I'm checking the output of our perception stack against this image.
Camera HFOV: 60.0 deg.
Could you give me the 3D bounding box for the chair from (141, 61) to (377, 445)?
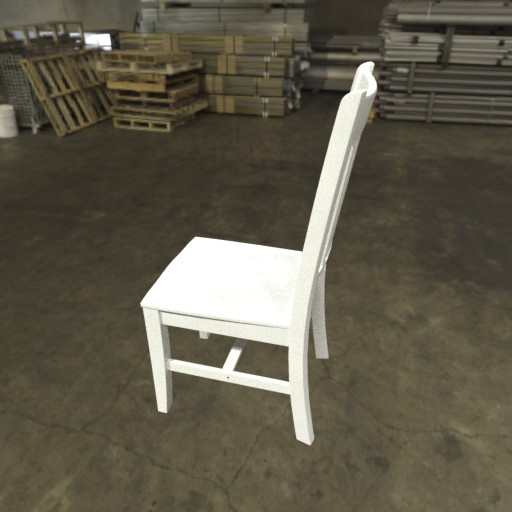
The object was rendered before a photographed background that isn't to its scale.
[{"bbox_3d":[0.000,0.000,1.276,0.555,0.998,0.450,8,31,13],"label":"chair"}]
